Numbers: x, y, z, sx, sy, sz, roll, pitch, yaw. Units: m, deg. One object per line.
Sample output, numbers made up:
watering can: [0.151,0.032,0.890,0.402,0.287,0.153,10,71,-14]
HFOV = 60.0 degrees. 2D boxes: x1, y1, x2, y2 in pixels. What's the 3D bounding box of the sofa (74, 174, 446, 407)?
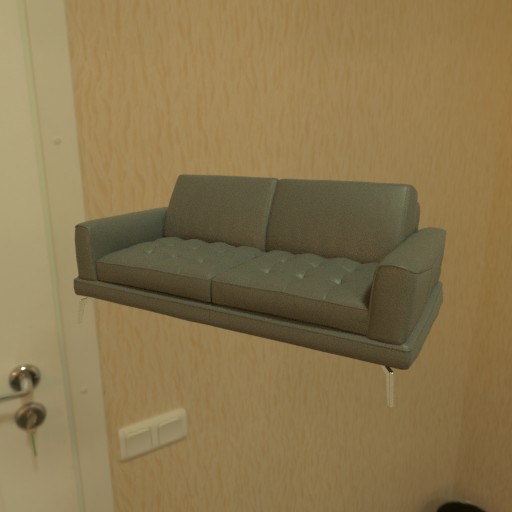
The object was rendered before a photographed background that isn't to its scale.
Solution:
sofa: [0.000,0.000,2.808,2.177,0.930,1.121,8,16,28]
